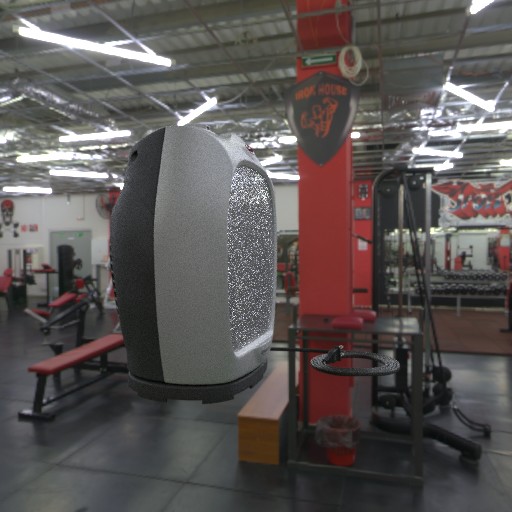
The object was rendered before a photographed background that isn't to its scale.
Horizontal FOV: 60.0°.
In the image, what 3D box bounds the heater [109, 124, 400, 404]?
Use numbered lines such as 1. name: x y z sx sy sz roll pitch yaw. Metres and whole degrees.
1. heater: 0.000 0.000 0.469 0.291 0.255 0.239 0 1 18
